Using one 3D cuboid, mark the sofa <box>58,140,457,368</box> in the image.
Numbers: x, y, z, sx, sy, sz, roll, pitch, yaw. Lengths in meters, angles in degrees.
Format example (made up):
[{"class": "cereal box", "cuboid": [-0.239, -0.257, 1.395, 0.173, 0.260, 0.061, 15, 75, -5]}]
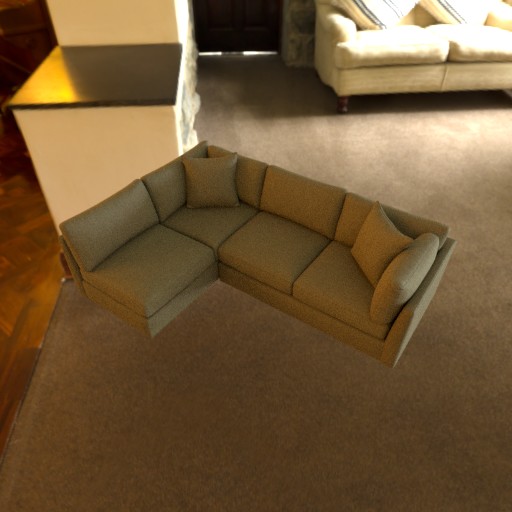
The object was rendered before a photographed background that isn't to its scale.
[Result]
[{"class": "sofa", "cuboid": [0.000, 0.000, 3.997, 2.896, 0.978, 1.994, 25, 46, 26]}]
